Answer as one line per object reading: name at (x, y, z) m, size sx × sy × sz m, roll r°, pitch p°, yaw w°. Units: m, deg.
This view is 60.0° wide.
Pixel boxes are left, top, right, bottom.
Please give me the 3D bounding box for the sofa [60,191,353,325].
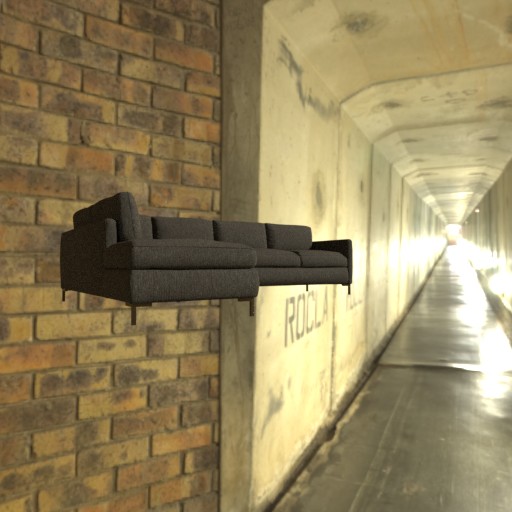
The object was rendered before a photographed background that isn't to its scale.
sofa at (0.000, 0.000, 3.954) m, size 2.949 × 0.815 × 2.007 m, roll 1°, pitch -2°, yaw -34°
